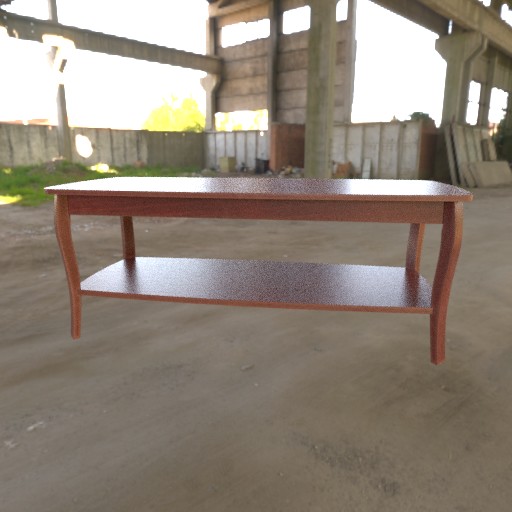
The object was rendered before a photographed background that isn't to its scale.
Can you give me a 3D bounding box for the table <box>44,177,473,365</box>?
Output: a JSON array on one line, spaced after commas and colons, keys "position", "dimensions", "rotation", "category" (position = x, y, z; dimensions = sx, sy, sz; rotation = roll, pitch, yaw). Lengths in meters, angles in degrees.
[{"position": [0.000, 0.000, 1.474], "dimensions": [1.216, 0.473, 0.561], "rotation": [2, 14, 9], "category": "table"}]
